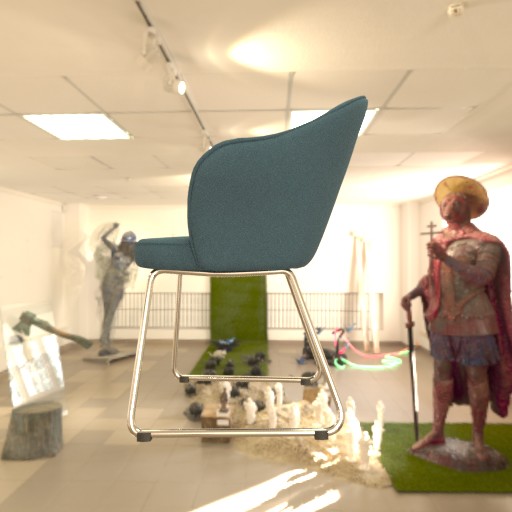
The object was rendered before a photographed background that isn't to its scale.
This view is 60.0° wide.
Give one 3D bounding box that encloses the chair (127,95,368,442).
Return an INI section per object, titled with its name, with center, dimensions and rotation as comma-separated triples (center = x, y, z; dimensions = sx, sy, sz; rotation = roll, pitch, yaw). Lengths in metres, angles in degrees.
[chair]
center = 0.000, 0.000, 1.208
dimensions = 0.585, 0.815, 0.570
rotation = 0, 0, 2
